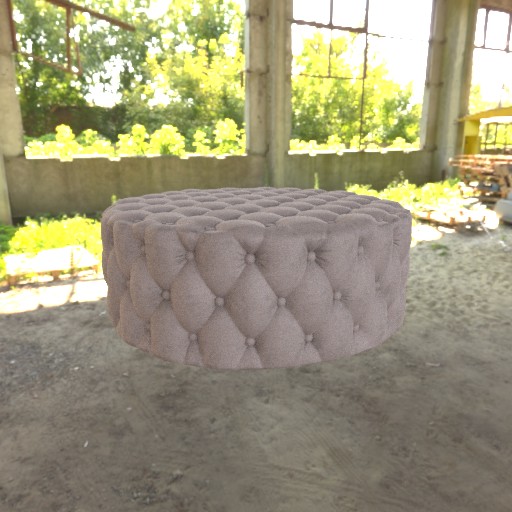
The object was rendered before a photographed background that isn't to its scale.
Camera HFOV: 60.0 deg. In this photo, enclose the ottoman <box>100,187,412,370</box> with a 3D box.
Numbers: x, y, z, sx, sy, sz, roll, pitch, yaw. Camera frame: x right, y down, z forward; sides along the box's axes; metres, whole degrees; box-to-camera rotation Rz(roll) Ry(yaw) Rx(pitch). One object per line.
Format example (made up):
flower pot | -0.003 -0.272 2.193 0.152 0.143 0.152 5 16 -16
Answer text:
ottoman | 0.000 0.000 1.506 0.998 0.399 0.998 0 14 0
